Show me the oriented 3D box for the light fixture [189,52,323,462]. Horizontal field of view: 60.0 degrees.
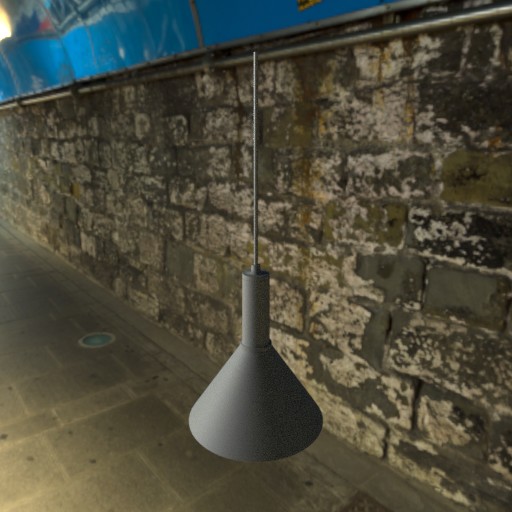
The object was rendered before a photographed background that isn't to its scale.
[{"bbox_3d":[0.000,0.000,0.805,0.267,0.683,0.267,-7,16,-25],"label":"light fixture"}]
